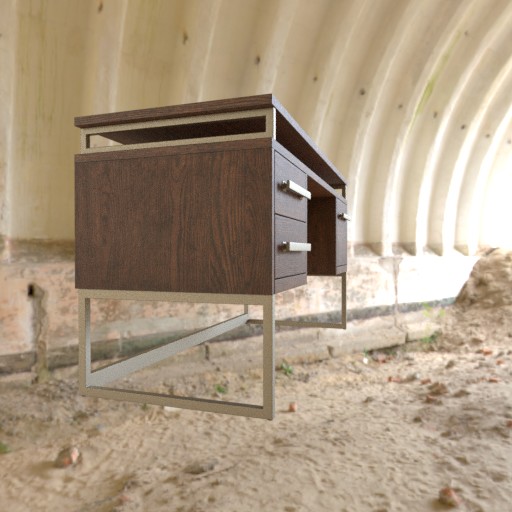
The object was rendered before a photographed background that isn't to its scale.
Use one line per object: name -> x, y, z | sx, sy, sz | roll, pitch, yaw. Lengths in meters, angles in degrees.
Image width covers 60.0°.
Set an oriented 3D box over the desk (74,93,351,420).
desk -> 0.000, 0.000, 1.809 | 0.610, 0.792, 1.384 | 0, 1, 19
